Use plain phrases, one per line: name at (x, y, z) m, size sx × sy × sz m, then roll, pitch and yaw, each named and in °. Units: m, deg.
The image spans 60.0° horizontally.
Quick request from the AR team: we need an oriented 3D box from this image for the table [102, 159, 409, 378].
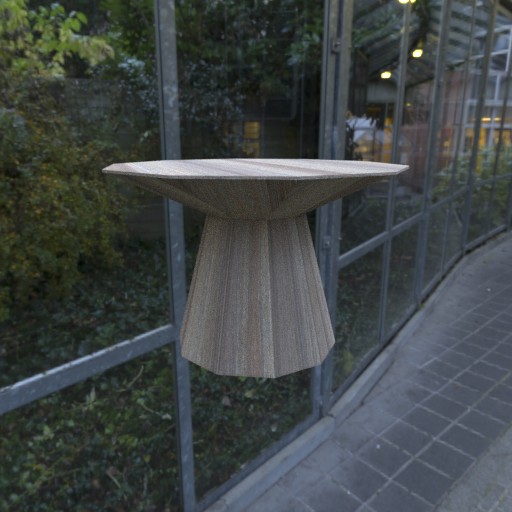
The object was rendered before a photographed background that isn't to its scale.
table at (0.000, 0.000, 1.864) m, size 1.186 × 0.752 × 1.186 m, roll 0°, pitch 15°, yaw 0°
